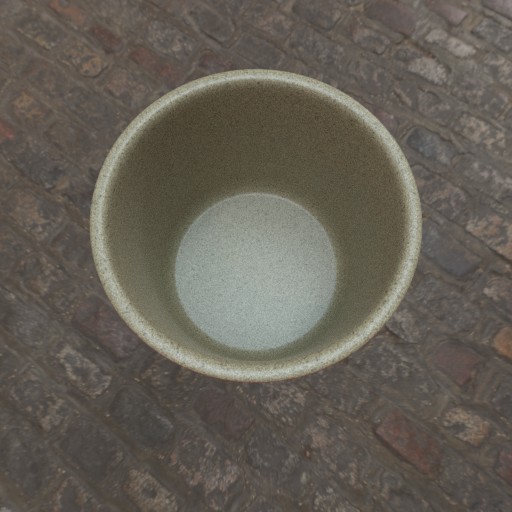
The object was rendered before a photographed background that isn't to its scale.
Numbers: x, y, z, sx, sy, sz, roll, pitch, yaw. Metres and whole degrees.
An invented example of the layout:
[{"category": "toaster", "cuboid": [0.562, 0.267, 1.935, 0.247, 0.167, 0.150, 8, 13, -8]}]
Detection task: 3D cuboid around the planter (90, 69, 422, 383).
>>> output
[{"category": "planter", "cuboid": [0.000, 0.000, 0.349, 0.191, 0.200, 0.191, 0, 75, 0]}]
